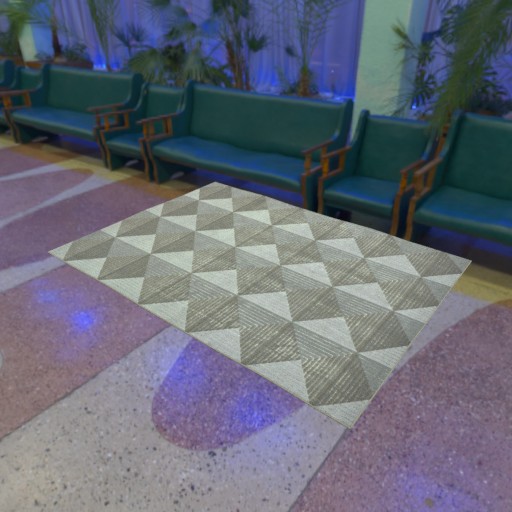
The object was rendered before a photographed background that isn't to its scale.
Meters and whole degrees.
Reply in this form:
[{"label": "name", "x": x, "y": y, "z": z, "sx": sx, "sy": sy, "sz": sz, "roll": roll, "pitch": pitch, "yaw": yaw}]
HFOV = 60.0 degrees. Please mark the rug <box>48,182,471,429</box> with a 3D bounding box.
[{"label": "rug", "x": 0.000, "y": 0.000, "z": 4.300, "sx": 3.333, "sy": 0.027, "sz": 2.428, "roll": 22, "pitch": 37, "yaw": 32}]
